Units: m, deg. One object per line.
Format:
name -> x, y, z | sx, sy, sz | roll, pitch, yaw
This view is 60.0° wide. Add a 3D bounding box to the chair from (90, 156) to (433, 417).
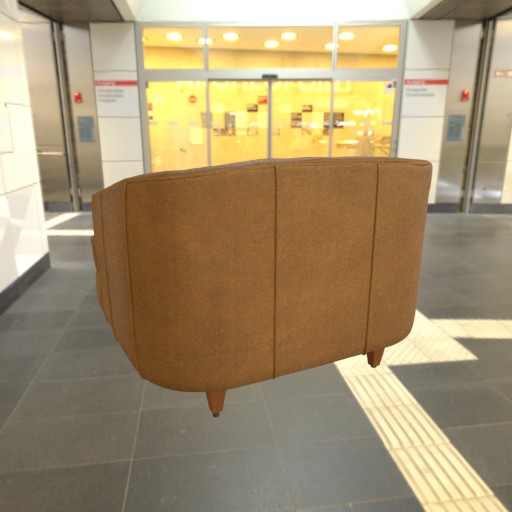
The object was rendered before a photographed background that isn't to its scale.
chair -> 0.000, 0.000, 1.719 | 1.118, 0.787, 0.914 | -8, 18, -27
